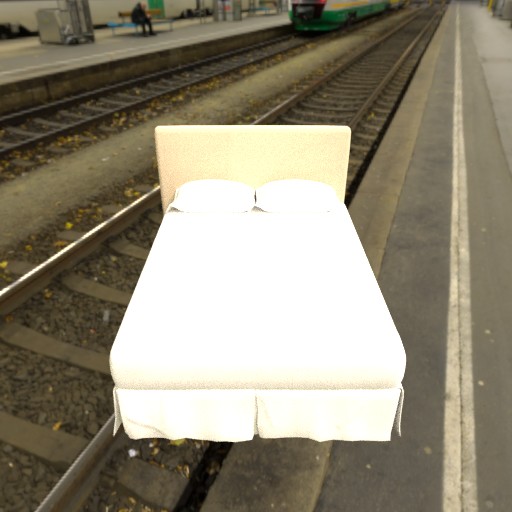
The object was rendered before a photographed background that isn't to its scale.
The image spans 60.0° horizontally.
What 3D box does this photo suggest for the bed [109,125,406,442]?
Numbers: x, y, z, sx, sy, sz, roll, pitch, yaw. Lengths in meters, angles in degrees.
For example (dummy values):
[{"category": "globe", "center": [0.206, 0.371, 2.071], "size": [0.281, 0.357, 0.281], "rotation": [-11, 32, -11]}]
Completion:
[{"category": "bed", "center": [0.000, 0.000, 3.185], "size": [1.723, 1.330, 2.142], "rotation": [0, 31, 0]}]
